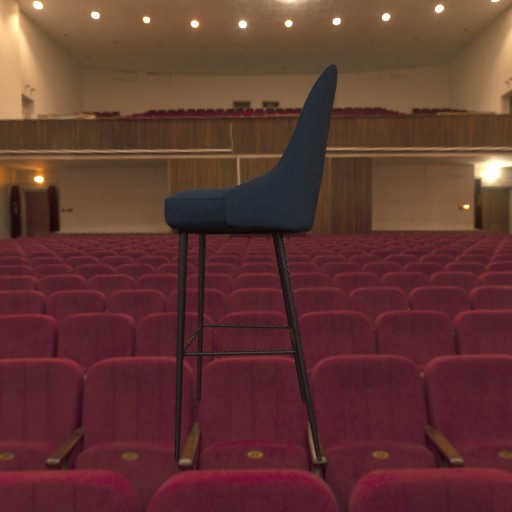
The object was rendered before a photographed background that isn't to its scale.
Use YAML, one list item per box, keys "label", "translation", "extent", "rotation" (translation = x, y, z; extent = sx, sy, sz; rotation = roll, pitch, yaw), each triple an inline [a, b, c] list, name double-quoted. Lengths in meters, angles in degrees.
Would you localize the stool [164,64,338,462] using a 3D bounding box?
- label: "stool"
  translation: [0.000, 0.000, 1.377]
  extent: [0.489, 1.079, 0.527]
  rotation: [0, 2, 1]
